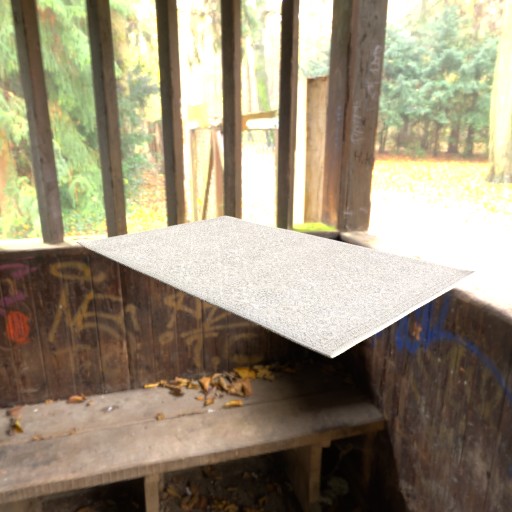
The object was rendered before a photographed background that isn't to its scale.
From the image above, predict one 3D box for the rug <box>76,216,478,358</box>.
[{"bbox_3d":[0.000,0.000,2.475,1.214,0.023,1.947,-16,23,-42],"label":"rug"}]
